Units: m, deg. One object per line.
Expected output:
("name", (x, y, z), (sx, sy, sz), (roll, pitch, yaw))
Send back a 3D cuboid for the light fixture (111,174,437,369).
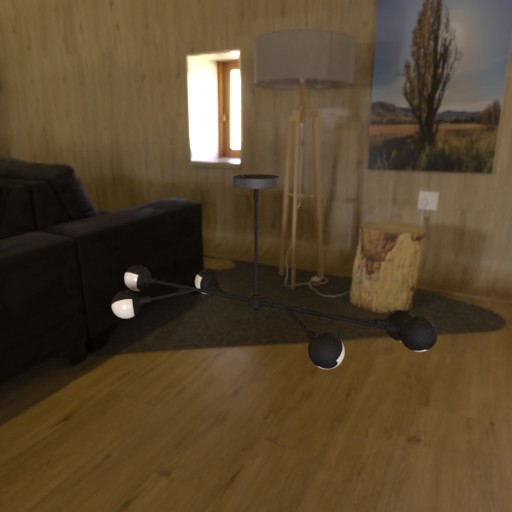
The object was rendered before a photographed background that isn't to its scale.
("light fixture", (0.000, 0.000, 1.021), (0.778, 0.362, 0.434), (15, 22, 42))
